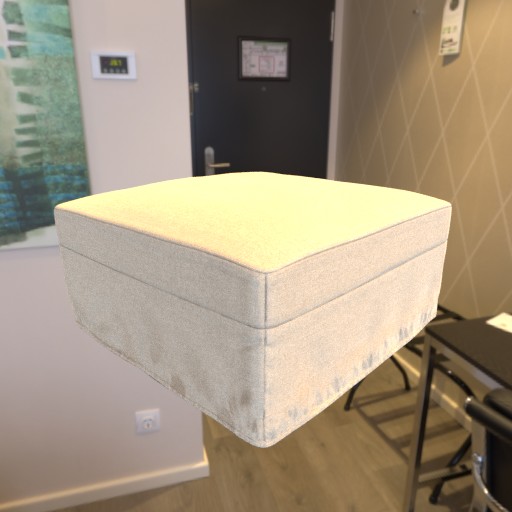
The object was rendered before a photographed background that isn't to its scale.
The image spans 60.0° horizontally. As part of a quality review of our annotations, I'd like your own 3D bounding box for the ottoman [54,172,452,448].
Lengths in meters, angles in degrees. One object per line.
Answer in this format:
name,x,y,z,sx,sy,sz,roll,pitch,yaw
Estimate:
ottoman,0.000,0.000,1.324,0.840,0.436,0.843,16,24,41
